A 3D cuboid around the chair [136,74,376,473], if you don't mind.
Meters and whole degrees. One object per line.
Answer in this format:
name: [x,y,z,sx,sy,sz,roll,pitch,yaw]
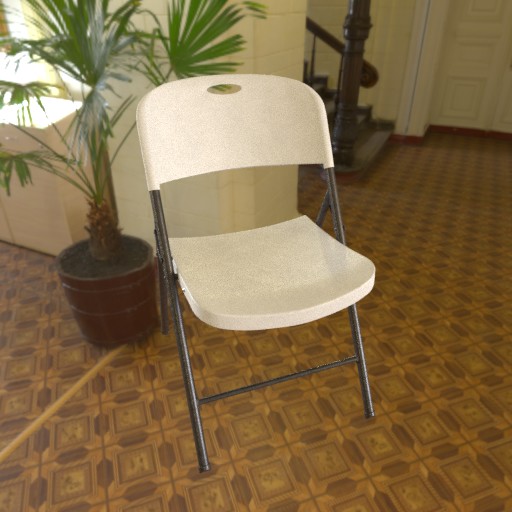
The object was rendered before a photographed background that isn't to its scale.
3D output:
chair: [0.000,0.000,1.155,0.494,0.810,0.566,-11,32,-17]
